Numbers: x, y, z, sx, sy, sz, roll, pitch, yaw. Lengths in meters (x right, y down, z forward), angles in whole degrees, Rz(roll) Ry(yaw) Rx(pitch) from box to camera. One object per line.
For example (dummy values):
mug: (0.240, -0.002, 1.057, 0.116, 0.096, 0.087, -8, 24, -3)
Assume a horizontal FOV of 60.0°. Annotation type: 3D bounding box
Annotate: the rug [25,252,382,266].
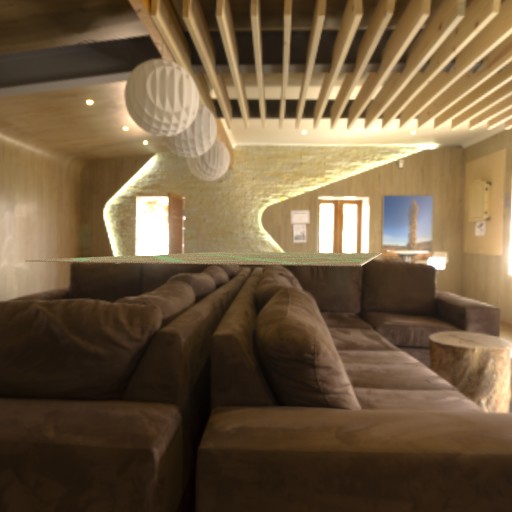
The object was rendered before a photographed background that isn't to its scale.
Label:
rug: (0.000, 0.000, 2.916, 1.524, 0.006, 2.286, 0, 2, 18)
